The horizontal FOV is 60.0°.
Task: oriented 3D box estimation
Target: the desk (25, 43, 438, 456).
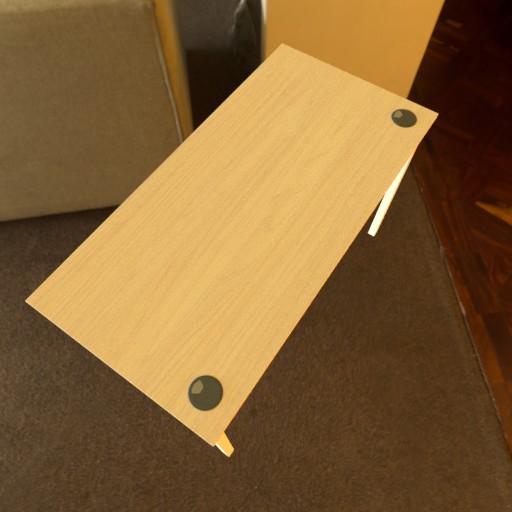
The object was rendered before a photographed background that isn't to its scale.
[{"bbox_3d":[0.000,0.000,1.607,0.600,0.750,1.200,31,67,15],"label":"desk"}]
